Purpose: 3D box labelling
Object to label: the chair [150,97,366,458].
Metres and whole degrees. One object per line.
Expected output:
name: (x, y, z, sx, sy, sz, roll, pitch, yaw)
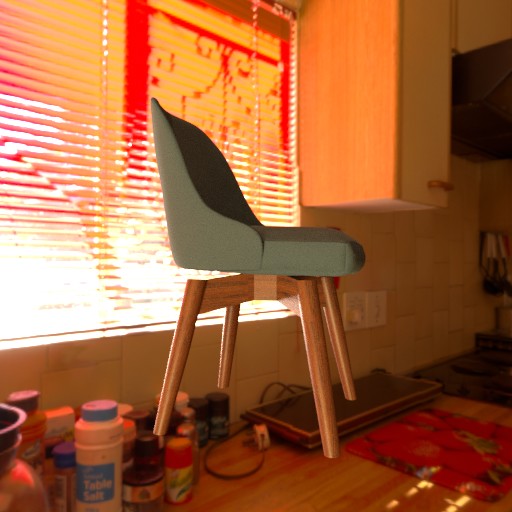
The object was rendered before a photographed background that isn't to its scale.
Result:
chair: (0.000, 0.000, 1.252, 0.589, 0.882, 0.503, 0, -1, 17)
